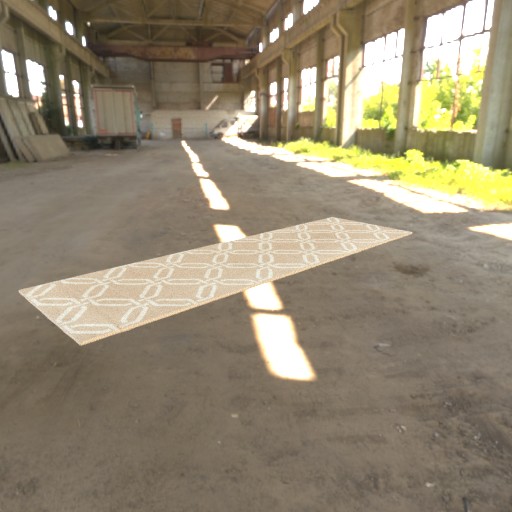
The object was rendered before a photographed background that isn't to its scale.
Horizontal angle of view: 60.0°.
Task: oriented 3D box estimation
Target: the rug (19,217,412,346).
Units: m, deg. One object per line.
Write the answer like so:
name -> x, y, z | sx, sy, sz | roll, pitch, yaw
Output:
rug -> 0.000, 0.000, 2.485 | 2.276, 0.014, 0.678 | -15, 23, -41
